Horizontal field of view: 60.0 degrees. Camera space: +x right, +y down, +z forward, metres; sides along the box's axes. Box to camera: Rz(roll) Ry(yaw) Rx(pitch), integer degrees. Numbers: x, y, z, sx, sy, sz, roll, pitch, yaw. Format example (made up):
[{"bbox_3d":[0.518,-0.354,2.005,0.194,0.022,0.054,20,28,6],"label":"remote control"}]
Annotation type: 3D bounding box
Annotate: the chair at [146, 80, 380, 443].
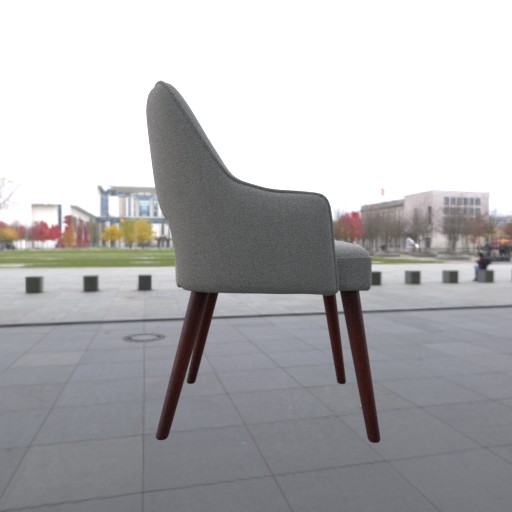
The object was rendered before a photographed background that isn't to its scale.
[{"bbox_3d":[0.000,0.000,1.228,0.580,0.840,0.560,0,1,1],"label":"chair"}]
